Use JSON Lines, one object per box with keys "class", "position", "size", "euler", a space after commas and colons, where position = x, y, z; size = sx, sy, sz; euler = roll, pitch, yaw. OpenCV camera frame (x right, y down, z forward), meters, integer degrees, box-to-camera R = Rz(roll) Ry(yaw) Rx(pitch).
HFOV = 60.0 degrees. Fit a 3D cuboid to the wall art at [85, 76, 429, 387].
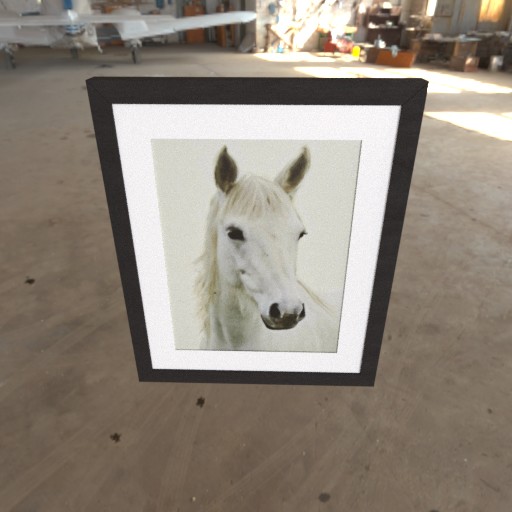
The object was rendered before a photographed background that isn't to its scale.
{"class": "wall art", "position": [0.000, 0.000, 0.737], "size": [0.455, 0.552, 0.034], "euler": [1, 30, 1]}
